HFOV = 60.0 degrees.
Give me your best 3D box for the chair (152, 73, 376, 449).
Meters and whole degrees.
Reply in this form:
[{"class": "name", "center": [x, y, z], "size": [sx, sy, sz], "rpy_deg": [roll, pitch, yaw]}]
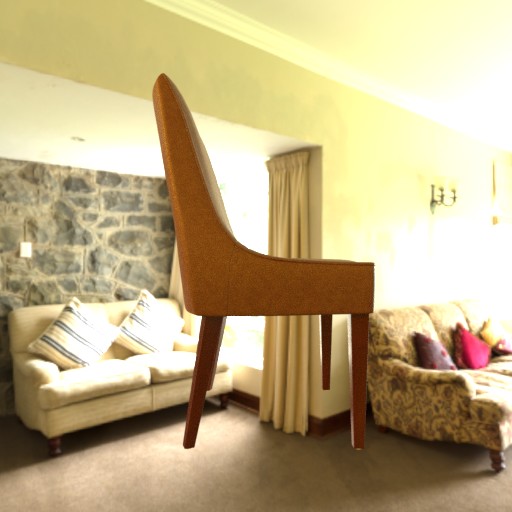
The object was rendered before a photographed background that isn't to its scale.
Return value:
[{"class": "chair", "center": [0.000, 0.000, 1.206], "size": [0.544, 0.861, 0.529], "rpy_deg": [0, 0, -1]}]
